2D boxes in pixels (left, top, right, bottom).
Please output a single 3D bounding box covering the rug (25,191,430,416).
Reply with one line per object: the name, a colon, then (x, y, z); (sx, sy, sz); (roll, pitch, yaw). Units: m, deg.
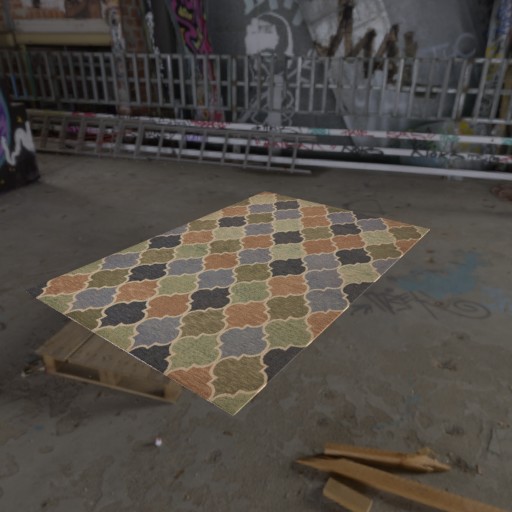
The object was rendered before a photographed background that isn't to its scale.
rug: (0.000, 0.000, 2.318); (1.216, 0.006, 1.828); (18, 31, 33)
